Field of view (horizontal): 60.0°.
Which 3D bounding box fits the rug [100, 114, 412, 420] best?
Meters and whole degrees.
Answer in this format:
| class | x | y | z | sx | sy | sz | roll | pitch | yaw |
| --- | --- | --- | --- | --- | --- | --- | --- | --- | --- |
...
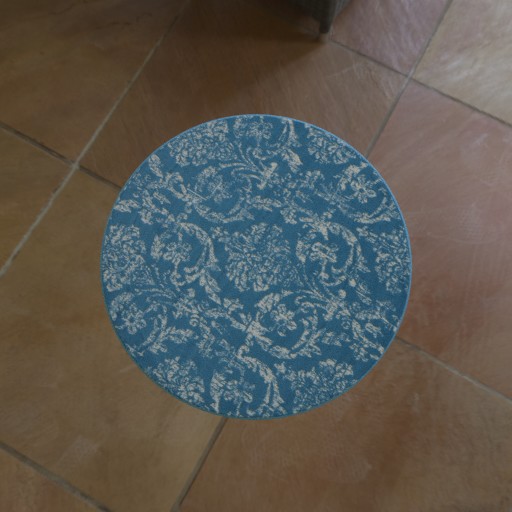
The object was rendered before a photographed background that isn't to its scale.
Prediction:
| class | x | y | z | sx | sy | sz | roll | pitch | yaw |
| --- | --- | --- | --- | --- | --- | --- | --- | --- | --- |
| rug | 0.000 | 0.000 | 2.272 | 1.593 | 0.012 | 1.593 | 0 | 78 | 0 |
